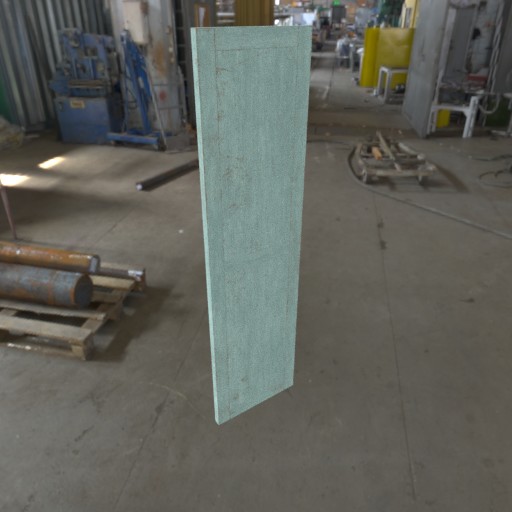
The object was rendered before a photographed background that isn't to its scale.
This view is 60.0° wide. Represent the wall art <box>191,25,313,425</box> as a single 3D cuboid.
[{"bbox_3d":[0.000,0.000,1.325,0.329,1.219,0.025,-19,34,-30],"label":"wall art"}]
